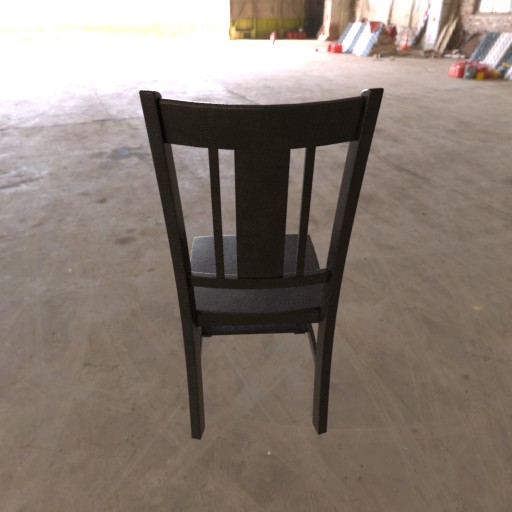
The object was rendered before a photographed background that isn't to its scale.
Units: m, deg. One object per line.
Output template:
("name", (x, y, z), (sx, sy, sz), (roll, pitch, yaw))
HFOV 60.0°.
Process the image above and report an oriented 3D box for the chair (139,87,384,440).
("chair", (0.000, 0.000, 1.278), (0.450, 0.998, 0.555), (-1, 30, -2))
